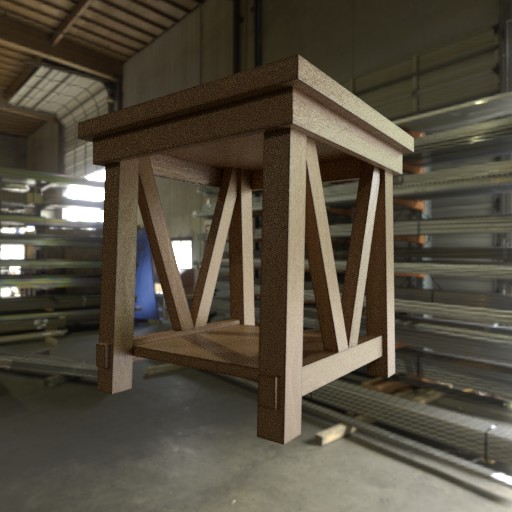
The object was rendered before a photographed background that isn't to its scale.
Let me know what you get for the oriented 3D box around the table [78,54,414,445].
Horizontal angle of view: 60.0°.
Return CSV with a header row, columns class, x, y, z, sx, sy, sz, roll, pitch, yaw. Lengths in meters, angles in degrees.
class,x,y,z,sx,sy,sz,roll,pitch,yaw
table,0.000,0.000,1.128,0.610,0.638,0.612,0,0,36
